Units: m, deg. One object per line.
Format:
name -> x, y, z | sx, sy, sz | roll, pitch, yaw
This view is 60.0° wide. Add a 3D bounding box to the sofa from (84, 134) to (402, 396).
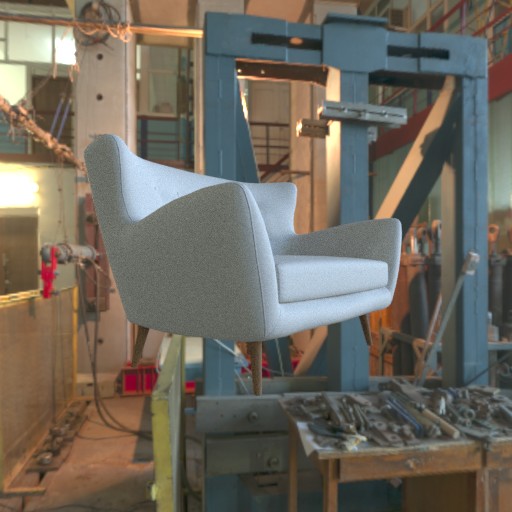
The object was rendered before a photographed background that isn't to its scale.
sofa -> 0.000, 0.000, 1.993 | 0.921, 0.878, 1.424 | 0, 0, 35
